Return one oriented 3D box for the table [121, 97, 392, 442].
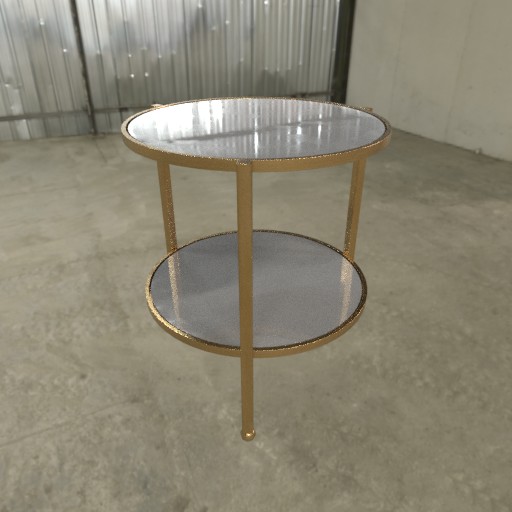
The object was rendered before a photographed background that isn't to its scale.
[{"bbox_3d":[0.000,0.000,0.453,0.231,0.269,0.243,2,30,3],"label":"table"}]
